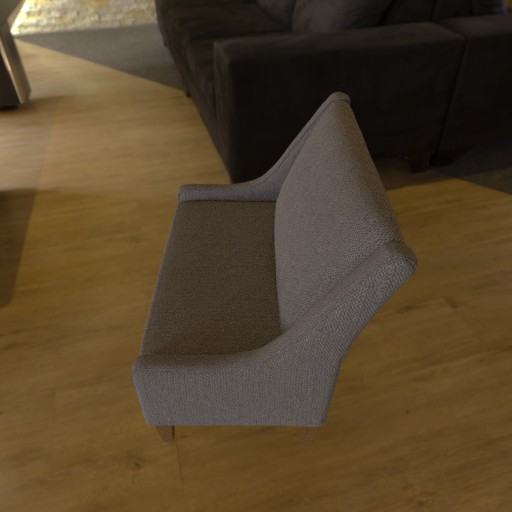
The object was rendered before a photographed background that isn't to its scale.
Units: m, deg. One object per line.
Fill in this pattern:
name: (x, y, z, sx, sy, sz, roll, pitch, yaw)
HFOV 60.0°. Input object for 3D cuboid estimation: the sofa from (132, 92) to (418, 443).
sofa: (0.000, 0.000, 1.939, 0.873, 1.022, 1.242, 0, 40, 0)
